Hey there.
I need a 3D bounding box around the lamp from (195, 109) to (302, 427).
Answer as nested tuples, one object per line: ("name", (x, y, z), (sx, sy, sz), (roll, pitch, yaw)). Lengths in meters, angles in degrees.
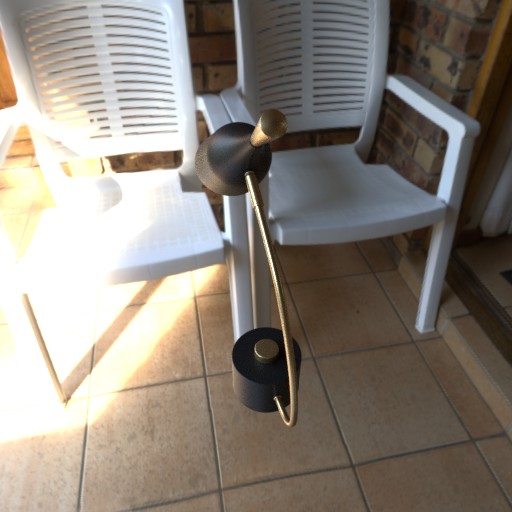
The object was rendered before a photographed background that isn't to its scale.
("lamp", (0.000, 0.000, 0.624), (0.110, 0.464, 0.352), (-11, 42, -13))
